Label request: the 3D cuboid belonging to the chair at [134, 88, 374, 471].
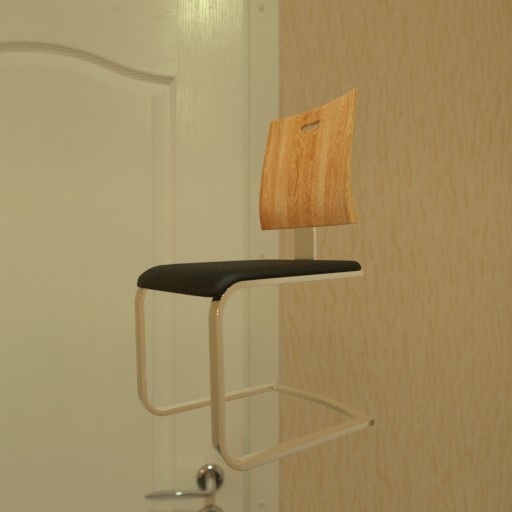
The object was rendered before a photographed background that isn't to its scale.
[{"bbox_3d":[0.000,0.000,1.261,0.560,0.936,0.462,0,0,-37],"label":"chair"}]
